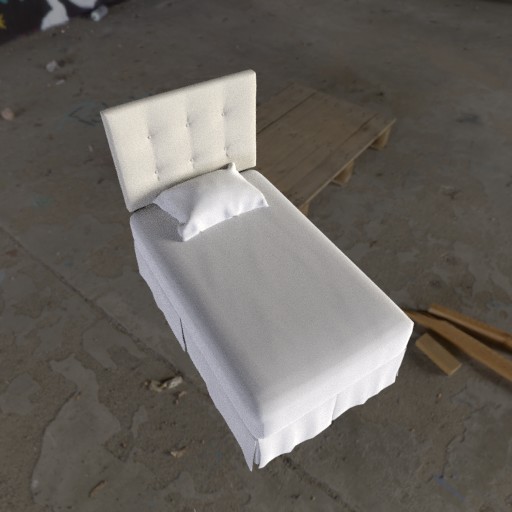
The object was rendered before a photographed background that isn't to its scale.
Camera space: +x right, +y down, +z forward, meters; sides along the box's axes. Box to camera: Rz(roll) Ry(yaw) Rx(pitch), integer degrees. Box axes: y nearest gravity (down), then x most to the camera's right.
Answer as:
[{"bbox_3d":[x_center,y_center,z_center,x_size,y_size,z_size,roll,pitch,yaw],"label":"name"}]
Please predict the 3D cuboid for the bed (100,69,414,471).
[{"bbox_3d":[0.000,0.000,3.019,1.261,1.571,1.997,-24,52,-21],"label":"bed"}]
